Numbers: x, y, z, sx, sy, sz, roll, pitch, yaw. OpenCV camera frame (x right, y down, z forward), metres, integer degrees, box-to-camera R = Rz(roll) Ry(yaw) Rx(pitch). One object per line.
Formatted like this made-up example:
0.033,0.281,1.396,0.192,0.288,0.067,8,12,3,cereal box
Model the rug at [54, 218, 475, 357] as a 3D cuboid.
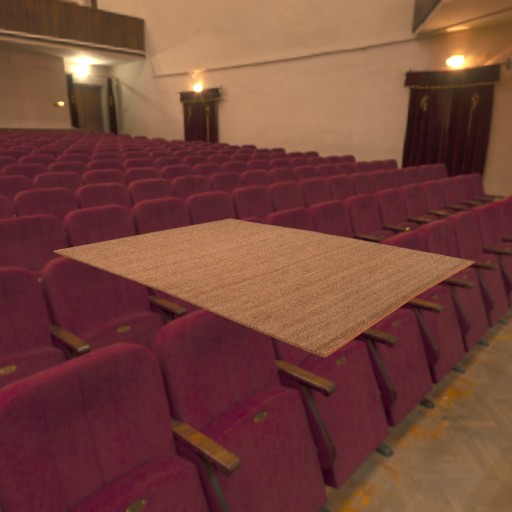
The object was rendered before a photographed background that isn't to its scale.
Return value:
0.000,0.000,4.944,3.778,0.053,2.873,13,20,41,rug
